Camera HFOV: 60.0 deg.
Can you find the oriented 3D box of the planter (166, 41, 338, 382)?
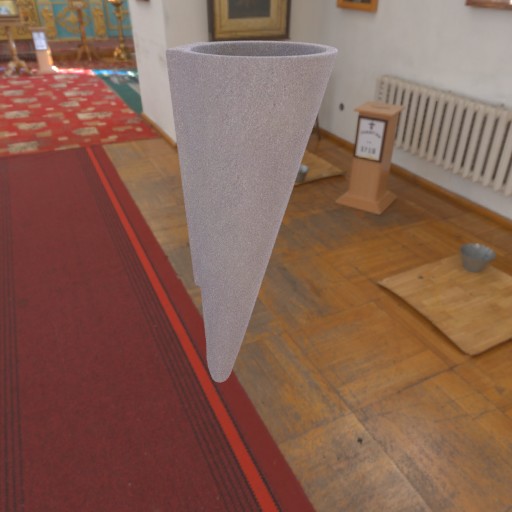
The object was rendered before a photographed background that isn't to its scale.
[{"bbox_3d":[0.000,0.000,0.303,0.087,0.259,0.078,10,32,16],"label":"planter"}]
